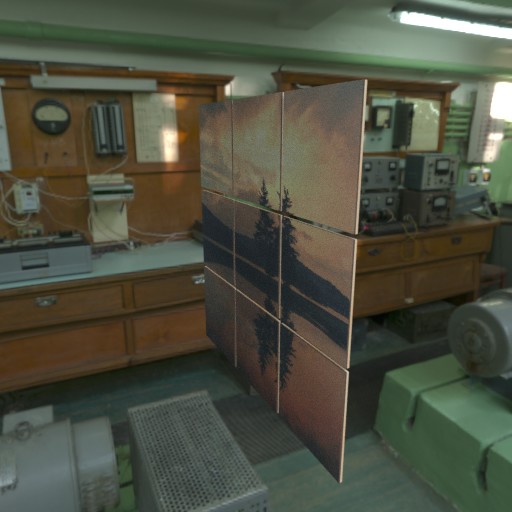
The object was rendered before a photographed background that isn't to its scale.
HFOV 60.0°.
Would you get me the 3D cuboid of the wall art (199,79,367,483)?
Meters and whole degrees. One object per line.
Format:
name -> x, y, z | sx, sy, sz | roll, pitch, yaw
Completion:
wall art -> 0.000, 0.000, 1.792 | 0.013, 1.218, 1.216 | -8, 17, -26
